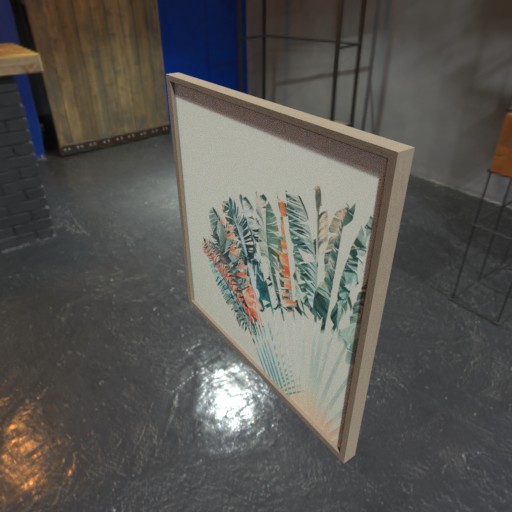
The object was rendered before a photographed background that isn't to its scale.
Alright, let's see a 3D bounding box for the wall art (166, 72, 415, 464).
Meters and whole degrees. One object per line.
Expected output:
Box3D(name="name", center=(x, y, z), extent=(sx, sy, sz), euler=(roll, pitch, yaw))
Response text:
Box3D(name="wall art", center=(0.000, 0.000, 1.118), extent=(0.038, 0.758, 0.761), euler=(-21, 38, -30))
